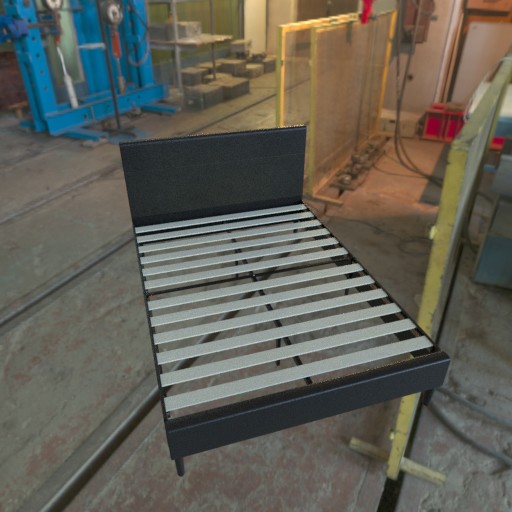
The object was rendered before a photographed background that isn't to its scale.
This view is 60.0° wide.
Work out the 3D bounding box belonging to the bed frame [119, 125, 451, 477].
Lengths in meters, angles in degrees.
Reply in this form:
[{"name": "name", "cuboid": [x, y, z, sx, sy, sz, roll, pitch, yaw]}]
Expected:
[{"name": "bed frame", "cuboid": [0.000, 0.000, 3.191, 1.634, 1.127, 2.318, -10, 34, -15]}]
